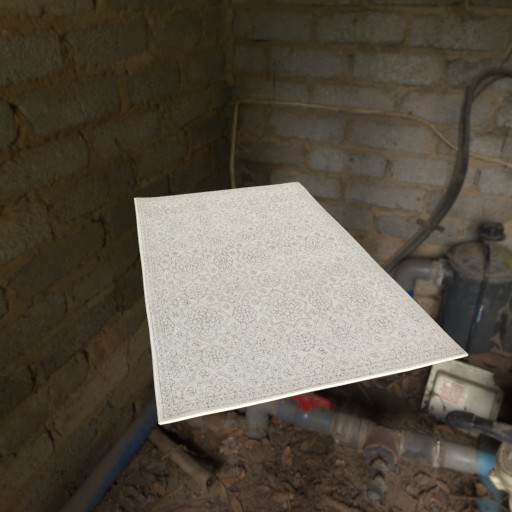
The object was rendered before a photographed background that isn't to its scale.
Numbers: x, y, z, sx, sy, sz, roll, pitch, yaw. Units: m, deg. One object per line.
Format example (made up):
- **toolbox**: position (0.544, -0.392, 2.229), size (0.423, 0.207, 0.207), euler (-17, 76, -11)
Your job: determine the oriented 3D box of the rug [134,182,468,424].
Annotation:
- **rug**: position (0.000, 0.000, 2.418), size (1.214, 0.023, 1.947), euler (-8, 32, -13)
